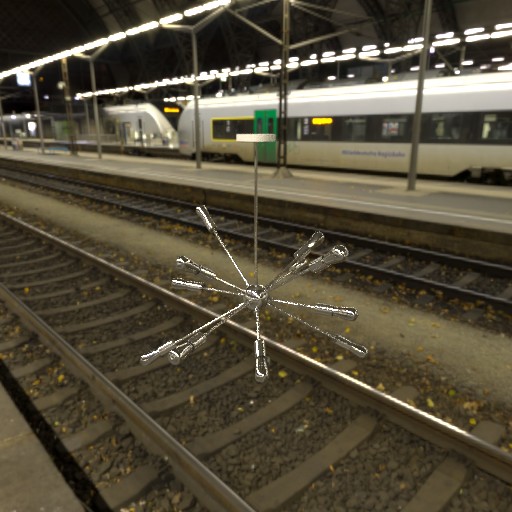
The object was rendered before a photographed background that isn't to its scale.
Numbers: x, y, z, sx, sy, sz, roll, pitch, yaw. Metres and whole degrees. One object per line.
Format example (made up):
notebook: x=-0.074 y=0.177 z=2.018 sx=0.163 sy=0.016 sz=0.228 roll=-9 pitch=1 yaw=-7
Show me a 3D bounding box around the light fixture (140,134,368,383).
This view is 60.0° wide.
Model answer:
light fixture: x=0.000 y=0.000 z=1.054 sx=0.509 sy=0.558 sz=0.684 roll=8 pitch=17 yaw=25
